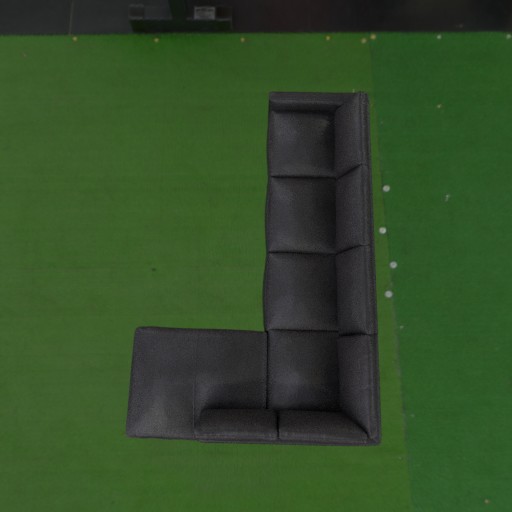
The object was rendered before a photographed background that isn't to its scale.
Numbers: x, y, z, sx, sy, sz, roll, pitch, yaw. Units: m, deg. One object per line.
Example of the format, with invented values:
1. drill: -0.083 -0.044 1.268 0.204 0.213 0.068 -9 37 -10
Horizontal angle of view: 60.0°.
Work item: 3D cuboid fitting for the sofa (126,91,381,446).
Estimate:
1. sofa: 0.000 0.000 3.813 1.938 0.877 2.984 2 76 0
